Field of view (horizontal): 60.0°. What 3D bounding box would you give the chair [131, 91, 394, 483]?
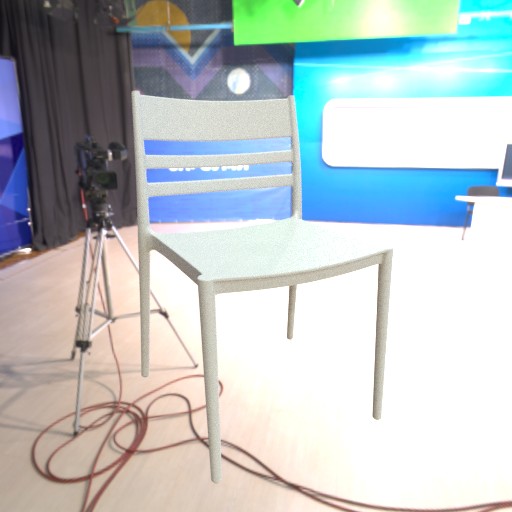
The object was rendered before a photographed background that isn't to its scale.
[{"bbox_3d":[0.000,0.000,1.130,0.531,0.800,0.511,-9,19,-26],"label":"chair"}]
